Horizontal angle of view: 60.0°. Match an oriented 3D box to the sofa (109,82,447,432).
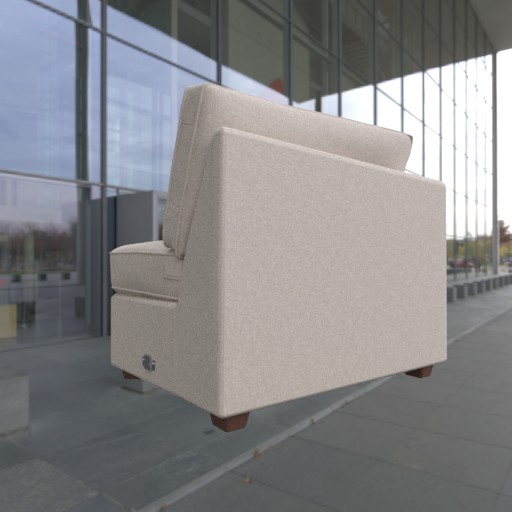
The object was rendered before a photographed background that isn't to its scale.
[{"bbox_3d":[0.000,0.000,1.791,1.042,0.937,1.050,0,0,-37],"label":"sofa"}]
